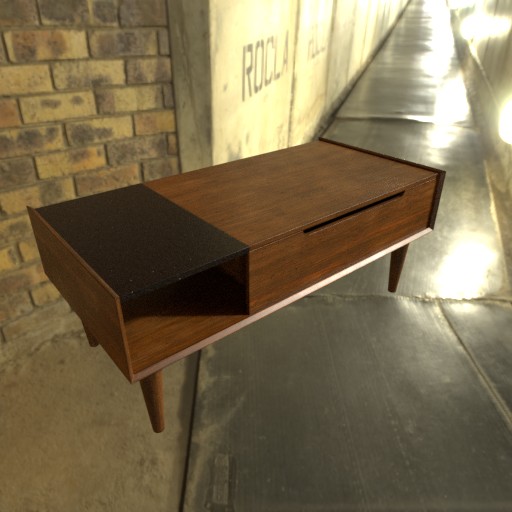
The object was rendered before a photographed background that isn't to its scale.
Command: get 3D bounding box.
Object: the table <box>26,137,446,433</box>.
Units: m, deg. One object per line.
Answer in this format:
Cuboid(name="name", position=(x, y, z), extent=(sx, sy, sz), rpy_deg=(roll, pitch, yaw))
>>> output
Cuboid(name="table", position=(0.000, 0.000, 1.540), extent=(1.221, 0.508, 0.610), rpy_deg=(-22, 36, -34))
